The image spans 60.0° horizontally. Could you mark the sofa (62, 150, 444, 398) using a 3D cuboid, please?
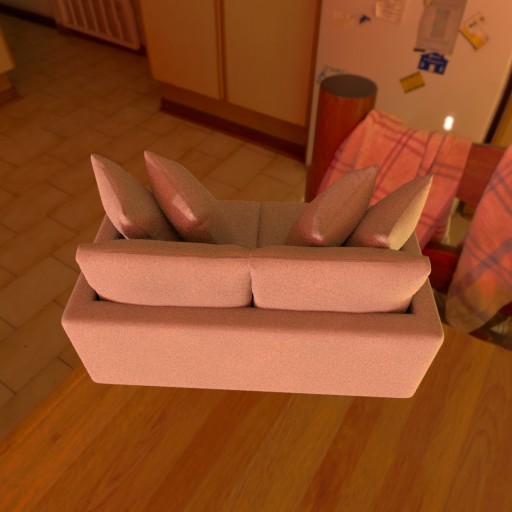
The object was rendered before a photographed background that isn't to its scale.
[{"bbox_3d":[0.000,0.000,2.607,1.869,1.080,1.228,2,47,2],"label":"sofa"}]
